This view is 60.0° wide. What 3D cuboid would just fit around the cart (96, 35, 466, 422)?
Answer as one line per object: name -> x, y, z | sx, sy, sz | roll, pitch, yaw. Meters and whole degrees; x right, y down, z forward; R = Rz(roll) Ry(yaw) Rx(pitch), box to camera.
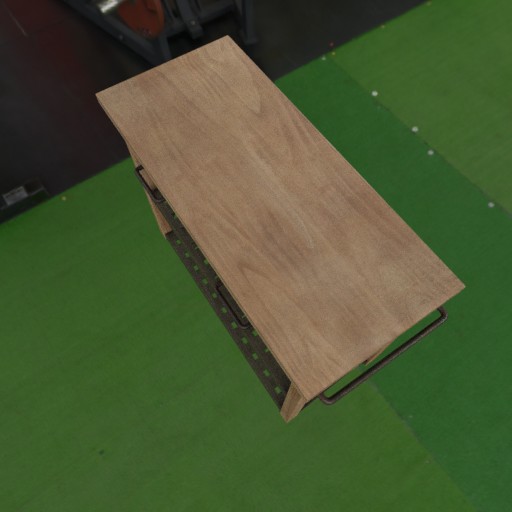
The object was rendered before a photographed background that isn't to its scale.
cart -> 0.000, 0.000, 0.970 | 0.298, 0.554, 0.686 | -31, 68, -14
